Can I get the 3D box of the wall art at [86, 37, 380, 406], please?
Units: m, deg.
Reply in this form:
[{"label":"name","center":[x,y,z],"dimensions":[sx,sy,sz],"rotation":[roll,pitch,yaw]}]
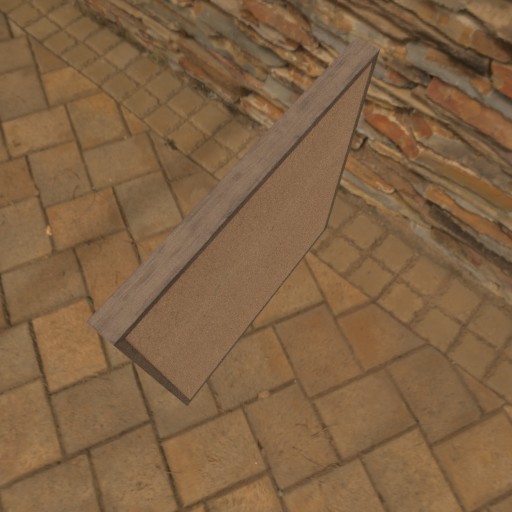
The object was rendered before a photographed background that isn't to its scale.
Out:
[{"label":"wall art","center":[0.000,0.000,0.749],"dimensions":[0.038,0.508,0.508],"rotation":[34,70,15]}]
